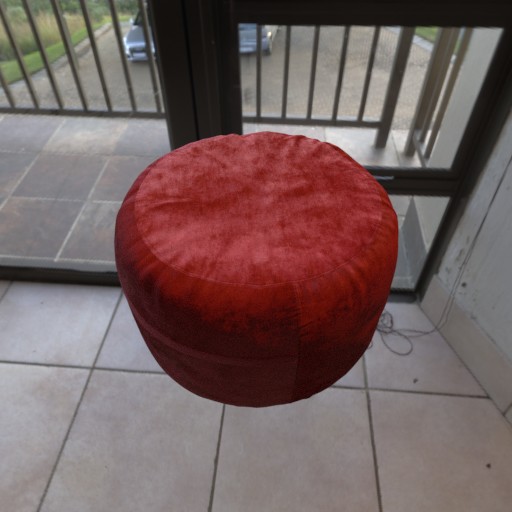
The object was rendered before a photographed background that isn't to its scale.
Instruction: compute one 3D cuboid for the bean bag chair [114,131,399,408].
[{"bbox_3d":[0.000,0.000,2.054,1.219,0.762,1.219,0,47,0],"label":"bean bag chair"}]
